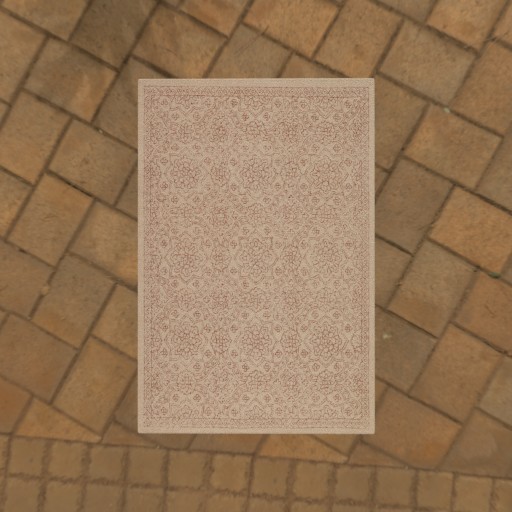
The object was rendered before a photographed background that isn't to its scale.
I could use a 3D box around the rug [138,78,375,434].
[{"bbox_3d":[0.000,0.000,2.283,1.219,0.010,1.829,0,90,0],"label":"rug"}]
